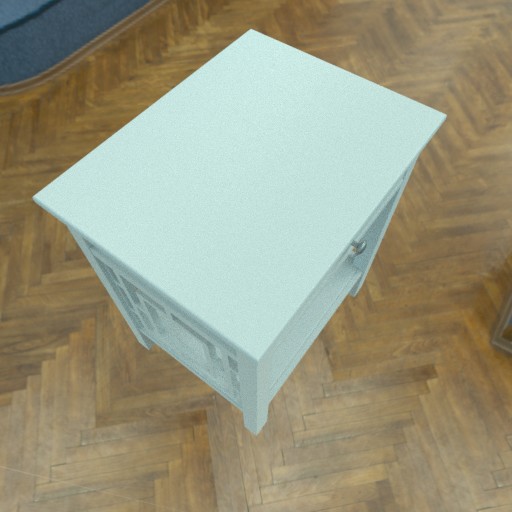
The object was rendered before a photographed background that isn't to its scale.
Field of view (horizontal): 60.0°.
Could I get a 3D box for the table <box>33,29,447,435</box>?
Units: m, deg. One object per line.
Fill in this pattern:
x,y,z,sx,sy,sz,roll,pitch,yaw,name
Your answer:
0.000,0.000,1.011,0.451,0.646,0.564,33,64,18,table
